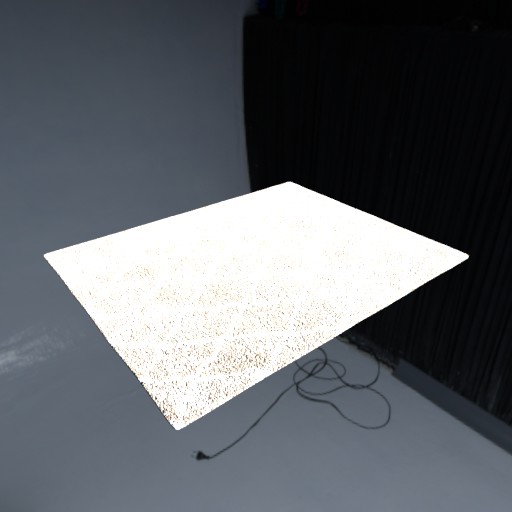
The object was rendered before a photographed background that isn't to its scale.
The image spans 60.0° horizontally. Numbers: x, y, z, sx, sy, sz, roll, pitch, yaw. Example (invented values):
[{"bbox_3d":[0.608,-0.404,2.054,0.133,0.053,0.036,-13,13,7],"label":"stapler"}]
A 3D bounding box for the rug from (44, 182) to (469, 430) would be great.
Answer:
[{"bbox_3d":[0.000,0.000,4.047,3.047,0.029,2.438,-22,36,-33],"label":"rug"}]
